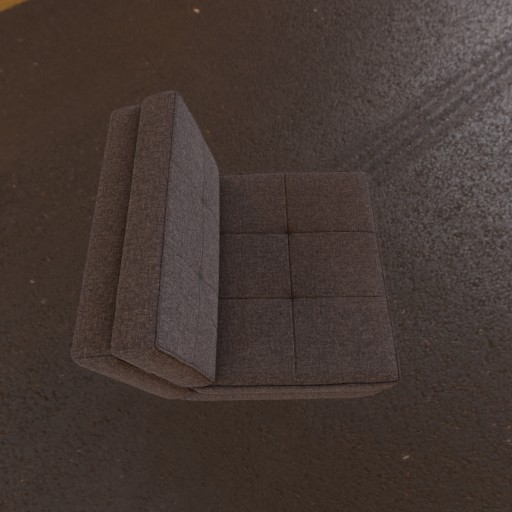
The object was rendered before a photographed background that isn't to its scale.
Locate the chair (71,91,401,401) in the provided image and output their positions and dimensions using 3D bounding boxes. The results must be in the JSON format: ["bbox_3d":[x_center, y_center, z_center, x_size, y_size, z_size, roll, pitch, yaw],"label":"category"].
[{"bbox_3d":[0.000,0.000,1.299,0.800,0.615,0.740,-1,63,-1],"label":"chair"}]
